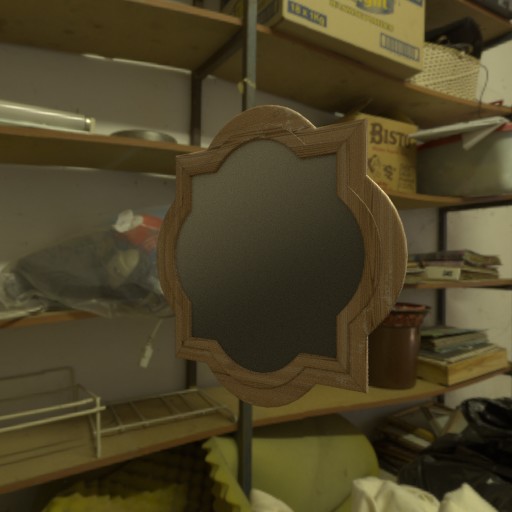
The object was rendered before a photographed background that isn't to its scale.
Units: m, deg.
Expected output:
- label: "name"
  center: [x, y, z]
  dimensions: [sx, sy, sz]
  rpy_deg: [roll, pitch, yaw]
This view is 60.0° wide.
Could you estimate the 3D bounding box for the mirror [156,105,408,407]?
- label: "mirror"
  center: [0.000, 0.000, 1.041]
  dimensions: [0.686, 0.686, 0.019]
  rpy_deg: [0, -1, 37]
